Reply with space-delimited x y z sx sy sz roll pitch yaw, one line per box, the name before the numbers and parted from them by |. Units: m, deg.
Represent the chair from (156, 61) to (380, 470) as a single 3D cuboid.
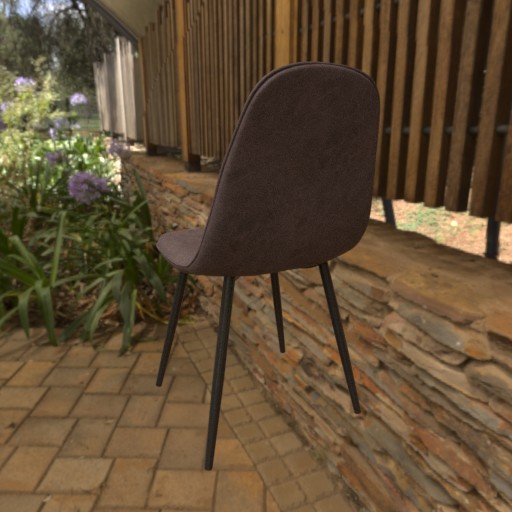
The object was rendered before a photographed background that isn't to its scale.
chair | 0.000 0.000 1.179 0.472 0.889 0.561 -9 18 -27
